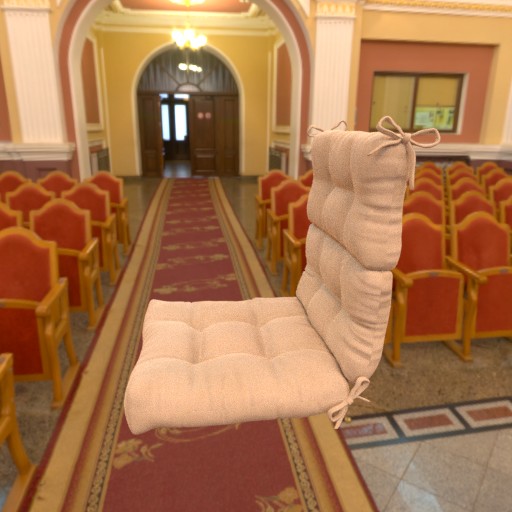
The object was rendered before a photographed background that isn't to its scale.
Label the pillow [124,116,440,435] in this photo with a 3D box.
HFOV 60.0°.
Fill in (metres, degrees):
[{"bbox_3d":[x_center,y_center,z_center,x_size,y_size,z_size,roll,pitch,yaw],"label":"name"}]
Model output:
[{"bbox_3d":[0.000,0.000,1.015,0.571,0.605,0.519,-2,17,-7],"label":"pillow"}]
